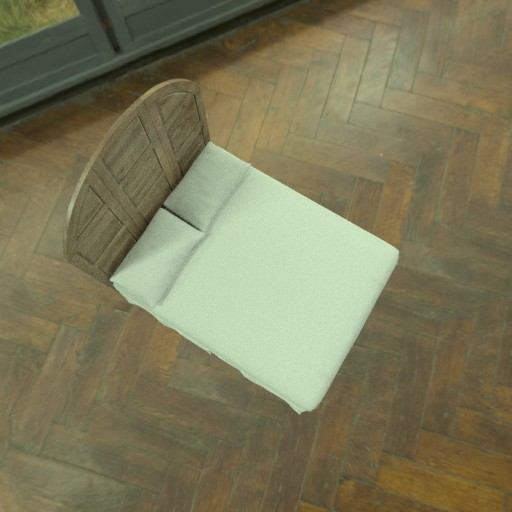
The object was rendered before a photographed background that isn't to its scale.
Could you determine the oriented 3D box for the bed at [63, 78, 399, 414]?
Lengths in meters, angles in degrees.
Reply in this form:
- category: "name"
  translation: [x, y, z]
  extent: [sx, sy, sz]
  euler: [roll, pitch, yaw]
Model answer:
- category: "bed"
  translation: [0.000, 0.000, 3.508]
  extent: [2.112, 2.002, 1.713]
  euler: [31, 77, 8]
